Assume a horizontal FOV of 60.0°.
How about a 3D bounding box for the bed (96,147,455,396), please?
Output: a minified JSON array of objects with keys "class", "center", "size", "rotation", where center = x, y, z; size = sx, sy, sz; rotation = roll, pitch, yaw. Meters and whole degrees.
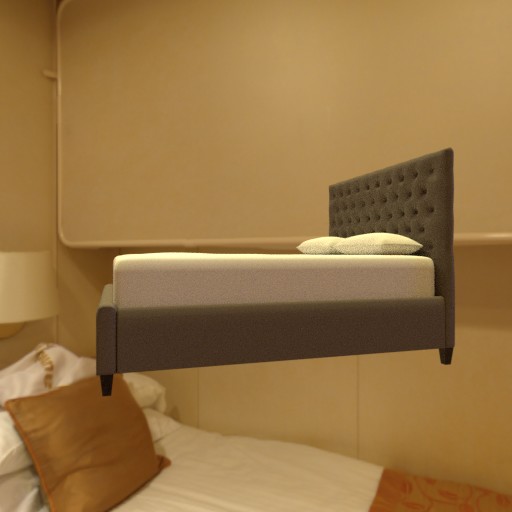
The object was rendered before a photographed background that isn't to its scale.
[{"class":"bed","center":[0.000,0.000,3.364],"size":[2.233,1.426,1.696],"rotation":[0,0,-18]}]
